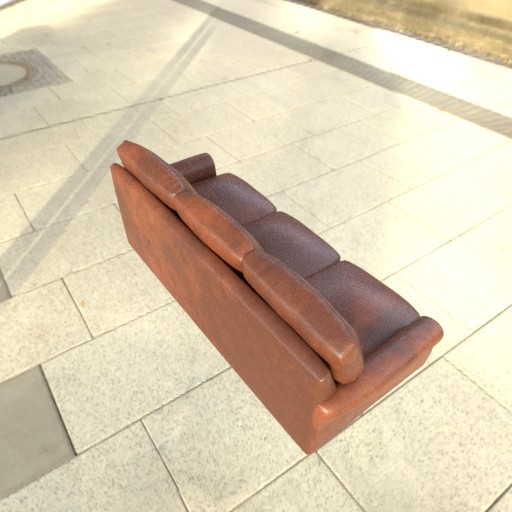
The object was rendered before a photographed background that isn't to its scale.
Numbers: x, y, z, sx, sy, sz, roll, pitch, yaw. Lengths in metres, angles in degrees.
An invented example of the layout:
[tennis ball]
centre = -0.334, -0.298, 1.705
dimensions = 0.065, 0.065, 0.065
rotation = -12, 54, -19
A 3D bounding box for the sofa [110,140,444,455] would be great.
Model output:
[sofa]
centre = 0.000, 0.000, 2.894
dimensions = 0.973, 0.977, 2.351
rotation = -27, 49, -27
